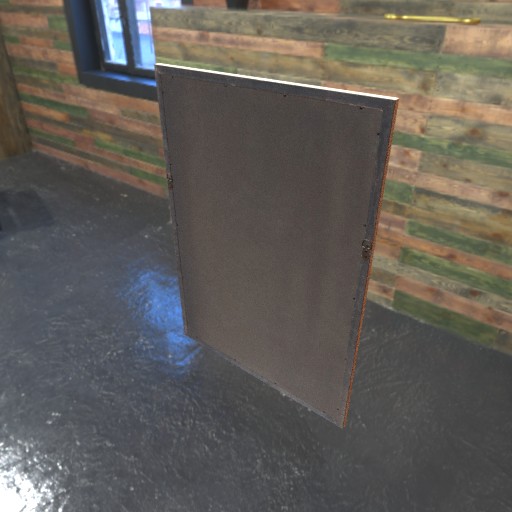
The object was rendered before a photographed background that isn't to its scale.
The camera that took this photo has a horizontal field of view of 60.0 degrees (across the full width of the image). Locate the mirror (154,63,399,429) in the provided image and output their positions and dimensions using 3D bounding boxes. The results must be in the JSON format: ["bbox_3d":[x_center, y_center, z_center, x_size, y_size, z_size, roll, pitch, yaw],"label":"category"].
[{"bbox_3d":[0.000,0.000,1.317,0.705,0.996,0.025,22,38,32],"label":"mirror"}]
